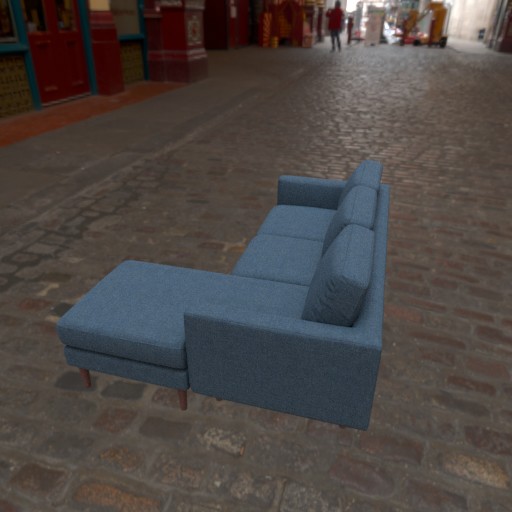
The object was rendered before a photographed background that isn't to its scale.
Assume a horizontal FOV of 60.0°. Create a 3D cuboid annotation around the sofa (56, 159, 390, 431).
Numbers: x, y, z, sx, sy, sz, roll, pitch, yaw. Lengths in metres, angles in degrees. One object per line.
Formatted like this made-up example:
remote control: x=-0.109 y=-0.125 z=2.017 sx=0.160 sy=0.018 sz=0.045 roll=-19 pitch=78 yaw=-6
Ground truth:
sofa: x=0.000 y=0.000 z=2.997 sx=1.667 sy=0.957 sz=2.055 roll=8 pitch=30 yaw=14
